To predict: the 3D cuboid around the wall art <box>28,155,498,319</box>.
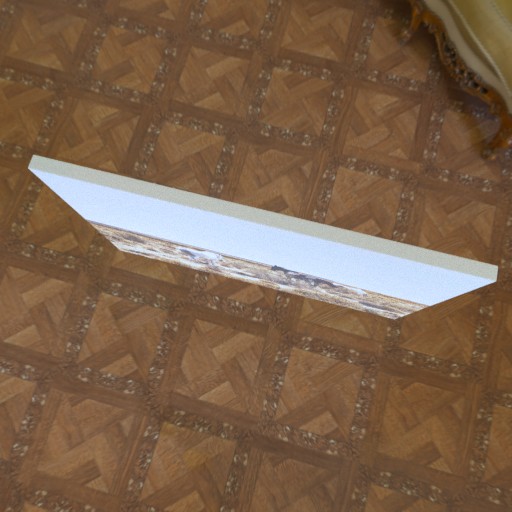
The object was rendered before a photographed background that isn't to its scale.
[{"bbox_3d":[0.000,0.000,1.891,1.520,1.016,0.051,14,76,4],"label":"wall art"}]
